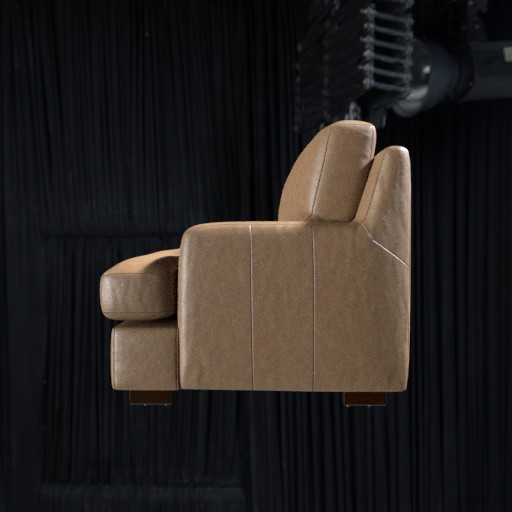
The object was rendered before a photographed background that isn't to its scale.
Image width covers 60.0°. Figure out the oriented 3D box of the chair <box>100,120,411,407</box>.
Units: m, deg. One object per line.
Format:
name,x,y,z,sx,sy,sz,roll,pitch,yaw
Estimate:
chair,0.000,0.000,2.015,1.050,0.978,1.276,0,1,1
